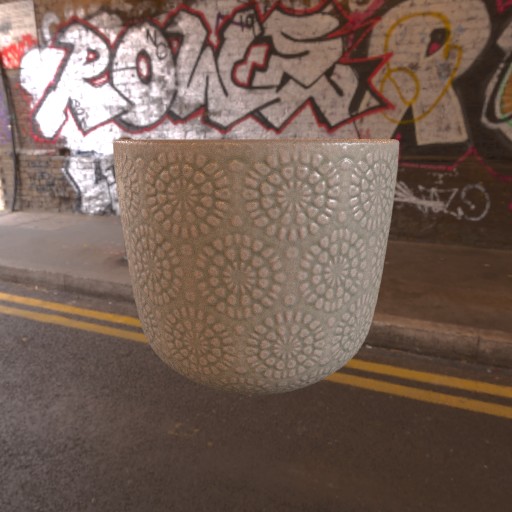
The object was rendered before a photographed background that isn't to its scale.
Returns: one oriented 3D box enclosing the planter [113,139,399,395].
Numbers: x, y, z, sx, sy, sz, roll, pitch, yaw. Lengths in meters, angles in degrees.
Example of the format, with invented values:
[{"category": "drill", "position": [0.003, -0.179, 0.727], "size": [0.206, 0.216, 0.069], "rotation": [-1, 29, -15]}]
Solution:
[{"category": "planter", "position": [0.000, 0.000, 0.214], "size": [0.124, 0.109, 0.124], "rotation": [0, 15, 0]}]
